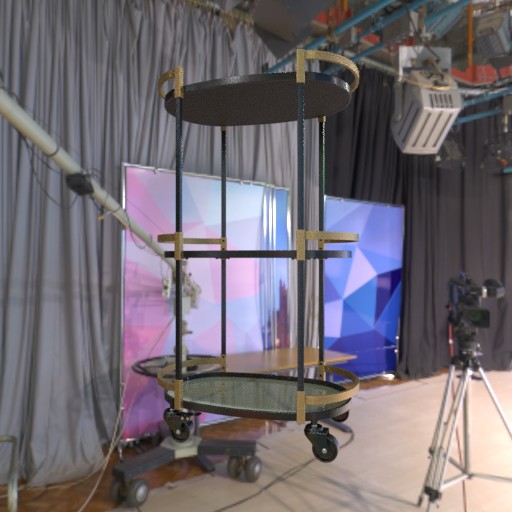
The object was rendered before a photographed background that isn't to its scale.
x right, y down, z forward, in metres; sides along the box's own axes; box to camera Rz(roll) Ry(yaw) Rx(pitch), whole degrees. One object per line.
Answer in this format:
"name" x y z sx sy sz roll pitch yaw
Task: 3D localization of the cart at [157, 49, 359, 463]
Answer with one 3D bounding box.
"cart" 0.000 0.000 1.133 0.515 0.885 0.311 0 0 17
